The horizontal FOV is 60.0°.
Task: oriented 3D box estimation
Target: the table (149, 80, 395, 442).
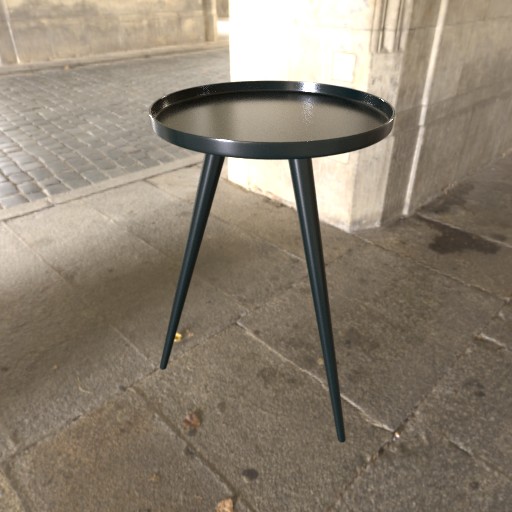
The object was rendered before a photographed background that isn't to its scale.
[{"bbox_3d":[0.000,0.000,0.825,0.415,0.548,0.403,0,32,0],"label":"table"}]
